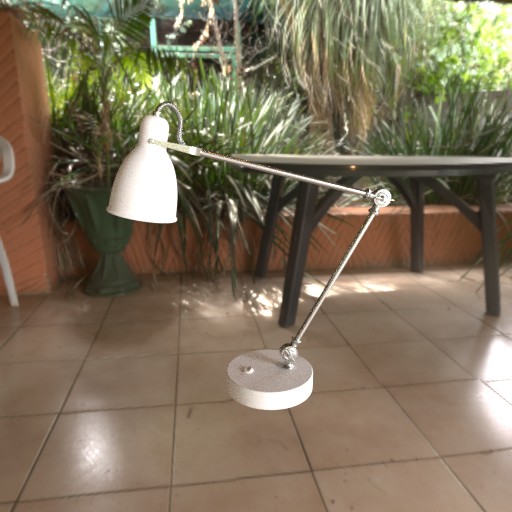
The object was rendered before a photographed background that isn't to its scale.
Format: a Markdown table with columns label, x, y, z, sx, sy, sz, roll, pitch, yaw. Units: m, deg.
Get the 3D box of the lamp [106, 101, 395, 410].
| label | x | y | z | sx | sy | sz | roll | pitch | yaw |
| --- | --- | --- | --- | --- | --- | --- | --- | --- | --- |
| lamp | 0.000 | 0.000 | 0.892 | 0.561 | 0.587 | 0.187 | -2 | 15 | -9 |
